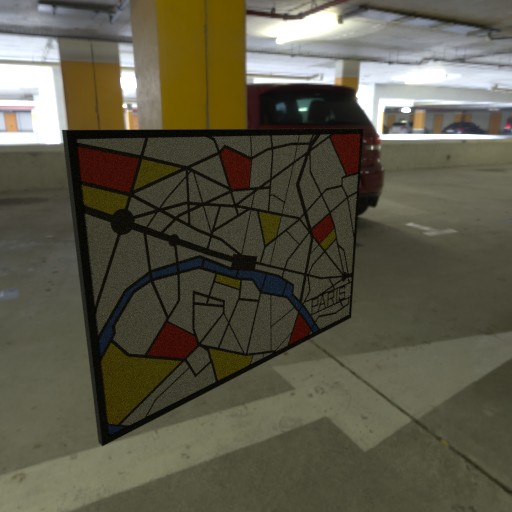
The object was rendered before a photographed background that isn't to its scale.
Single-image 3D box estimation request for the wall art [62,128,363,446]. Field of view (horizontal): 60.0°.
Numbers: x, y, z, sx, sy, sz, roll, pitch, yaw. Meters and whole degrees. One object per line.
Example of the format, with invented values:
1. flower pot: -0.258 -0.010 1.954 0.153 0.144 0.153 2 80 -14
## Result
1. wall art: 0.000 0.000 0.833 0.664 0.458 0.013 -16 22 -43
